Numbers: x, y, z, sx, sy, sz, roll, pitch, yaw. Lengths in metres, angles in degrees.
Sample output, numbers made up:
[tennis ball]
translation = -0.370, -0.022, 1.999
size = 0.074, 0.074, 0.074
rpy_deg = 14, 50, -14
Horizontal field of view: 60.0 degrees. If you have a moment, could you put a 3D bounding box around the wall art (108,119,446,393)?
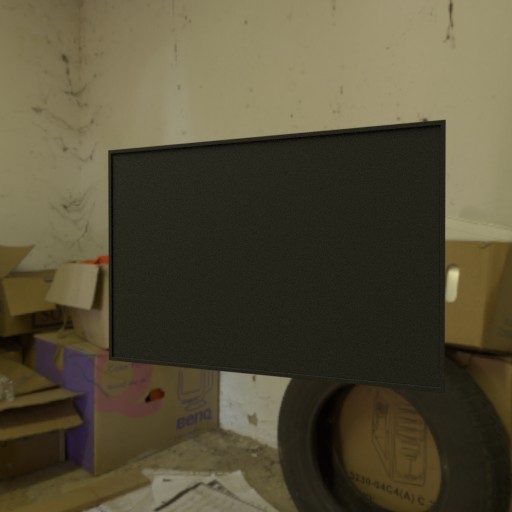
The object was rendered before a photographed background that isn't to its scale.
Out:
[wall art]
translation = 0.000, 0.000, 1.514
size = 1.190, 0.805, 0.028
rpy_deg = 0, 1, 19
